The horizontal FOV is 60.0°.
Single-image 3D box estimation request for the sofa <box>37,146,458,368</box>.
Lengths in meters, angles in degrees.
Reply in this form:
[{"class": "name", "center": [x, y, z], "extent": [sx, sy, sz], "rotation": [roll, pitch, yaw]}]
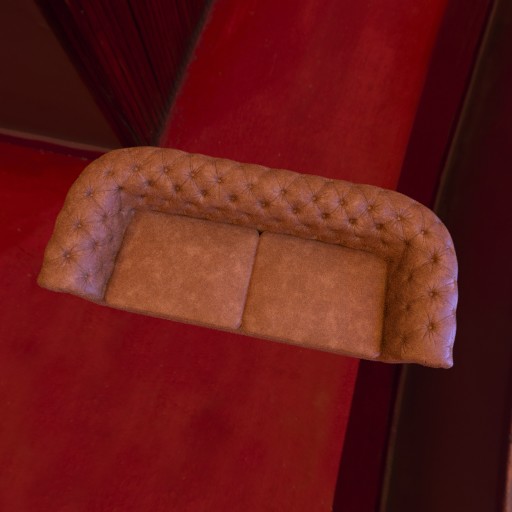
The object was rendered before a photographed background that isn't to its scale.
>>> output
[{"class": "sofa", "center": [0.000, 0.000, 2.824], "extent": [2.365, 0.760, 0.989], "rotation": [11, 76, 3]}]
